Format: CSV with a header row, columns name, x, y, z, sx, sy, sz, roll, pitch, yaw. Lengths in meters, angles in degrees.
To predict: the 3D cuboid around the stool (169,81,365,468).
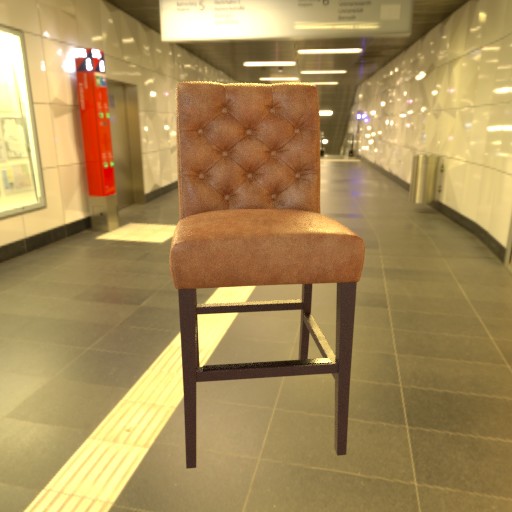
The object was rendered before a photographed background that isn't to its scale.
name,x,y,z,sx,sy,sz,roll,pitch,yaw
stool,0.000,0.000,1.371,0.493,1.047,0.601,-2,16,-6
